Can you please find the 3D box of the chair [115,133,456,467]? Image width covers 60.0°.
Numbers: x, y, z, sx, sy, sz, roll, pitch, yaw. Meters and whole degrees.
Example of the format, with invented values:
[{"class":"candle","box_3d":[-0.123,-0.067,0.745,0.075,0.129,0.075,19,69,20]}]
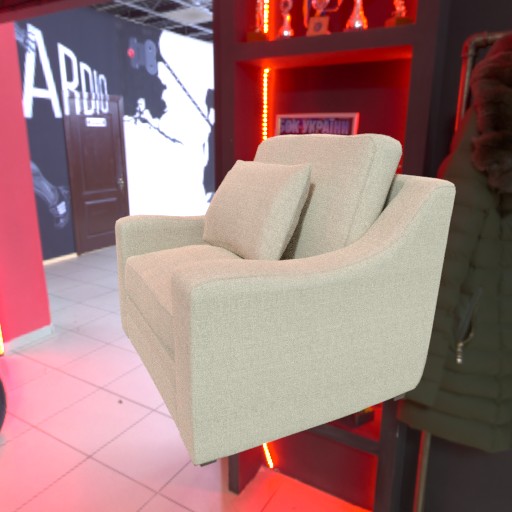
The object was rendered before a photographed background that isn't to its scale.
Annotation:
[{"class":"chair","box_3d":[0.000,0.000,1.909,1.009,1.016,1.178,-7,17,-26]}]
